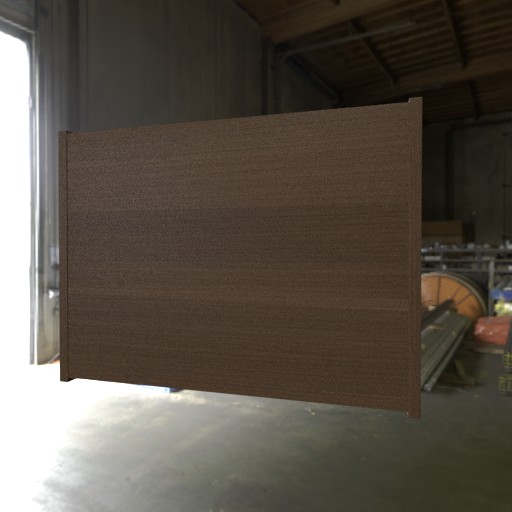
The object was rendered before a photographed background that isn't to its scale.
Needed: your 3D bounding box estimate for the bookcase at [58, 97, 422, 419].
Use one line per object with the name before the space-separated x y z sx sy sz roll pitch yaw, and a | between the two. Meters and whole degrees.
bookcase | 0.000 0.000 0.619 0.415 0.305 0.290 0 1 17
